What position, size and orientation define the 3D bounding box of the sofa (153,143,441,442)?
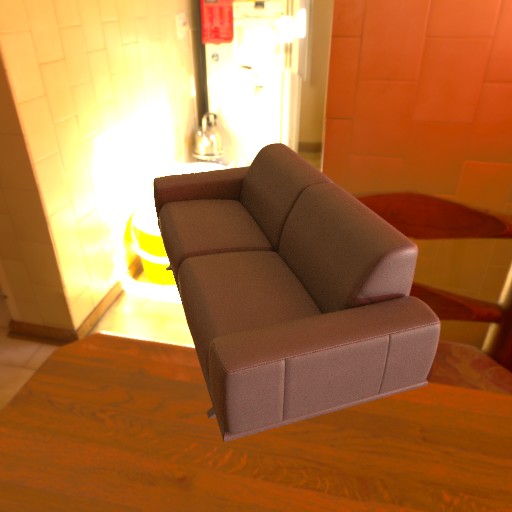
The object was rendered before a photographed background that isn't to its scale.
[{"bbox_3d":[0.000,0.000,2.393,0.900,0.772,1.901,-10,32,-16],"label":"sofa"}]
